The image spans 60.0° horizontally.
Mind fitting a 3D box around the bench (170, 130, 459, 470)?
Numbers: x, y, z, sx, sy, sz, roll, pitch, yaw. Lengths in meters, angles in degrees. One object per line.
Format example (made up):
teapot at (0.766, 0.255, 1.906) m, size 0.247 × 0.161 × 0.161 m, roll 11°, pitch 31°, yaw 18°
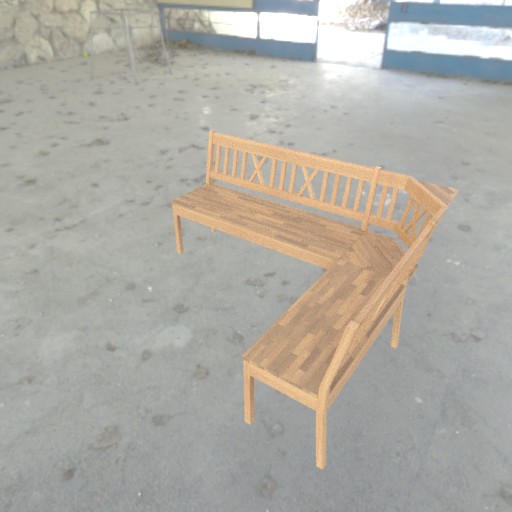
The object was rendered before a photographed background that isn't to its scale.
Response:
bench at (0.000, 0.000, 2.809) m, size 1.937 × 0.902 × 1.537 m, roll 21°, pitch 38°, yaw 29°
